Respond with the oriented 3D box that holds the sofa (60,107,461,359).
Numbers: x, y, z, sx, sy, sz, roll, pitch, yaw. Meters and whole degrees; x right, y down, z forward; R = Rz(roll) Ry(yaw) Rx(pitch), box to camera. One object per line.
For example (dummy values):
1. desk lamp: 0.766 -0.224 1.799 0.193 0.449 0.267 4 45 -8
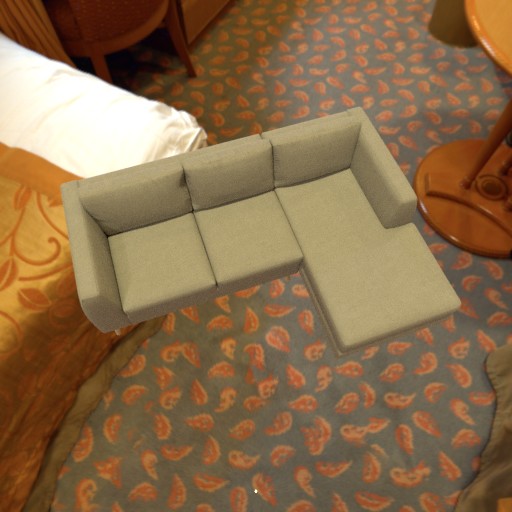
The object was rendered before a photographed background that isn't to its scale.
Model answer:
1. sofa: 0.000 0.000 3.033 2.300 0.860 1.580 -17 63 -9
